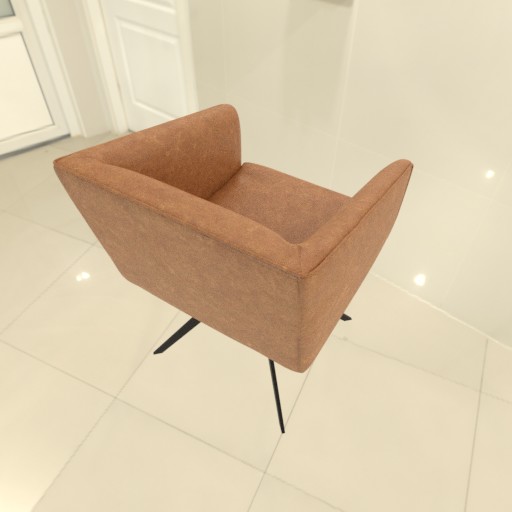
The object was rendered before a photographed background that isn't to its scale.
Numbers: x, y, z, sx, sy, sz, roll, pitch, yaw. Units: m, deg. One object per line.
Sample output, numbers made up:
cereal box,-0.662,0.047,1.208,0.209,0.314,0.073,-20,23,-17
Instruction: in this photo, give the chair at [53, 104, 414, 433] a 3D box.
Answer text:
chair,0.000,0.000,1.214,0.588,0.760,0.625,24,51,22
